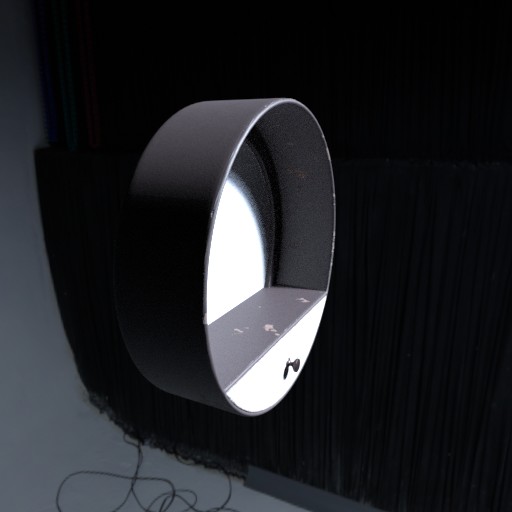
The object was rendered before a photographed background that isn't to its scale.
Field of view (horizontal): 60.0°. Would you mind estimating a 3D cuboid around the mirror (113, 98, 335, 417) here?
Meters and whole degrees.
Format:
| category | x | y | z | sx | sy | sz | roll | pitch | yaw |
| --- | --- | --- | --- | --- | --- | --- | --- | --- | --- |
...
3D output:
| category | x | y | z | sx | sy | sz | roll | pitch | yaw |
| --- | --- | --- | --- | --- | --- | --- | --- | --- | --- |
| mirror | 0.000 | 0.000 | 0.579 | 0.126 | 0.386 | 0.386 | 8 | 17 | 26 |
